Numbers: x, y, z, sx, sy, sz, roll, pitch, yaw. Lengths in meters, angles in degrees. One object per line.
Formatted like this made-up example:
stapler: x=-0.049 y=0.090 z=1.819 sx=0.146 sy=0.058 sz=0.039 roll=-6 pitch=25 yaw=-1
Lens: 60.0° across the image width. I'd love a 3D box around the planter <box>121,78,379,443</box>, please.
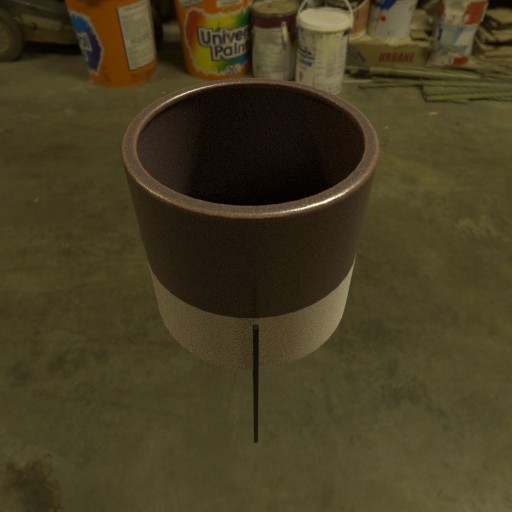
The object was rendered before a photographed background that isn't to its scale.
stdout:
planter: x=0.000 y=0.000 z=0.540 sx=0.260 sy=0.353 sz=0.250 roll=-30 pitch=53 yaw=-26
